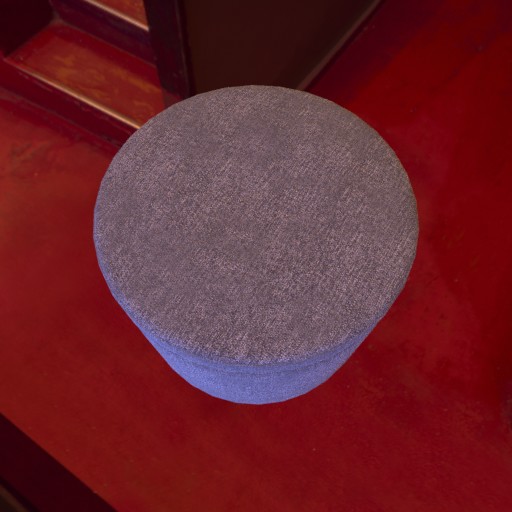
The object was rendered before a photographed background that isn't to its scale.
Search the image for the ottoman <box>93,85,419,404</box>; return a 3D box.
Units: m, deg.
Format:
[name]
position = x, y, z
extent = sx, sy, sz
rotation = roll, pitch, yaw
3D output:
[ottoman]
position = 0.000, 0.000, 0.849
extent = 0.500, 0.419, 0.500
rotation = 0, 64, 0
